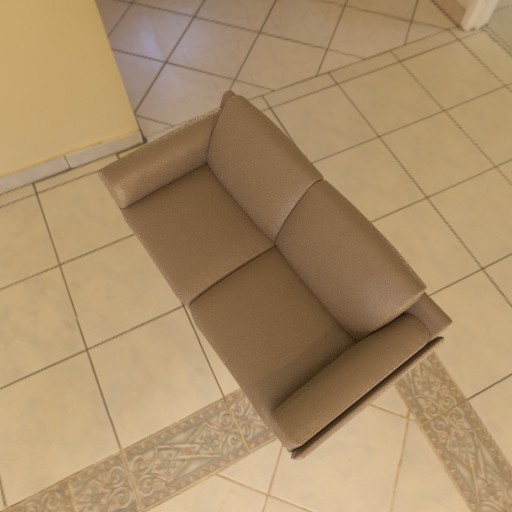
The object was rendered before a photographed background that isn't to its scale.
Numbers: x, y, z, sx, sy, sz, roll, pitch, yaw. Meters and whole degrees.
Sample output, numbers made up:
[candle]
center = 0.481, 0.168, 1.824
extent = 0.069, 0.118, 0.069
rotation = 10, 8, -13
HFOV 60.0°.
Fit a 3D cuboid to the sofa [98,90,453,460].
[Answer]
[sofa]
center = 0.000, 0.000, 2.711
extent = 1.049, 0.930, 2.101
rotation = -33, 68, -15
